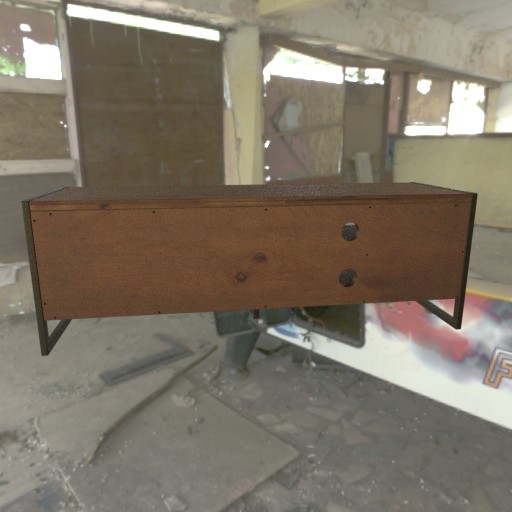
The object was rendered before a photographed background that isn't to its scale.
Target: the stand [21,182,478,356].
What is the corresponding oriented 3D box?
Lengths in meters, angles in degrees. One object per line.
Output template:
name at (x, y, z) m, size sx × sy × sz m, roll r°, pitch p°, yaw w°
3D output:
stand at (0.000, 0.000, 1.701) m, size 1.480 × 0.506 × 0.454 m, roll -2°, pitch 15°, yaw -8°
